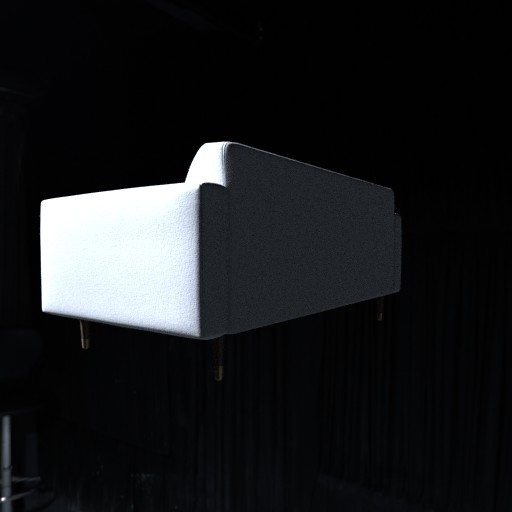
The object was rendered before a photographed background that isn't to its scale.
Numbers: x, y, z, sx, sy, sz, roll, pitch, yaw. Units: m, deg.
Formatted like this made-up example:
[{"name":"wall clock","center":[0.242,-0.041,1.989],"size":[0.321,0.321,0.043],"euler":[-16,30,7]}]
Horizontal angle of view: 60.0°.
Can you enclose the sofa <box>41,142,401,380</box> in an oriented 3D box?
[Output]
[{"name":"sofa","center":[0.000,0.000,2.371],"size":[0.969,0.814,1.895],"euler":[1,2,36]}]
